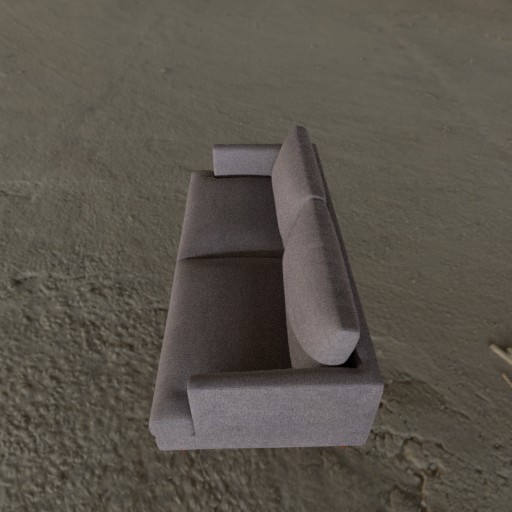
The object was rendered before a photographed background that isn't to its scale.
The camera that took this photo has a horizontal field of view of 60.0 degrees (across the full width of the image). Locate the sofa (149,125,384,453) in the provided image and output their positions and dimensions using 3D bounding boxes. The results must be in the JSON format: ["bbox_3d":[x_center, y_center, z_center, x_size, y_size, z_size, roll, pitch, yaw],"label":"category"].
[{"bbox_3d":[0.000,0.000,2.810,1.020,0.868,2.250,-1,40,-1],"label":"sofa"}]
